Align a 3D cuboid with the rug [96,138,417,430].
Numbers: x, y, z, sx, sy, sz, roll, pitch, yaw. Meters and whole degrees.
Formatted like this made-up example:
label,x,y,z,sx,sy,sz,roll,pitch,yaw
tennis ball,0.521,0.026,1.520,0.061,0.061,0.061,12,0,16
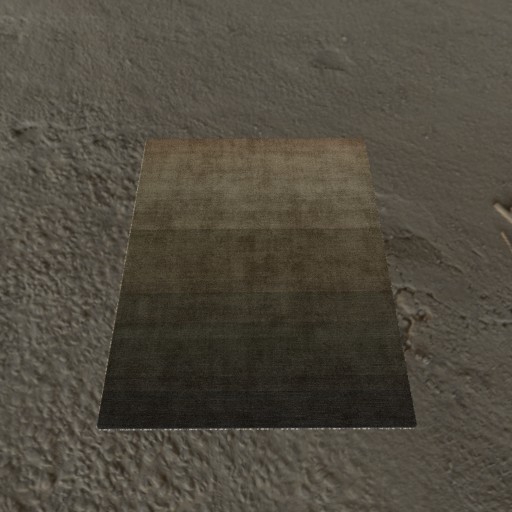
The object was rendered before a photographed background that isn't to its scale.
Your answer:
label,x,y,z,sx,sy,sz,roll,pitch,yaw
rug,0.000,0.000,3.918,2.306,0.017,2.902,0,59,0
